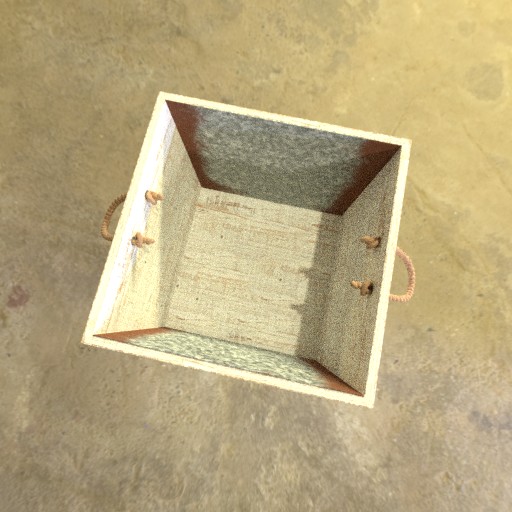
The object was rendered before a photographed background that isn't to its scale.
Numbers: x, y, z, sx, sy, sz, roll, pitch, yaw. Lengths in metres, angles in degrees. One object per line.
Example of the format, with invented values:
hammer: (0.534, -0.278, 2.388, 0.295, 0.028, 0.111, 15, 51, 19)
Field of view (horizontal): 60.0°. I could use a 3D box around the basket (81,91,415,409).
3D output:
basket: (0.000, 0.000, 0.779, 0.545, 0.247, 0.413, 12, 76, 3)
